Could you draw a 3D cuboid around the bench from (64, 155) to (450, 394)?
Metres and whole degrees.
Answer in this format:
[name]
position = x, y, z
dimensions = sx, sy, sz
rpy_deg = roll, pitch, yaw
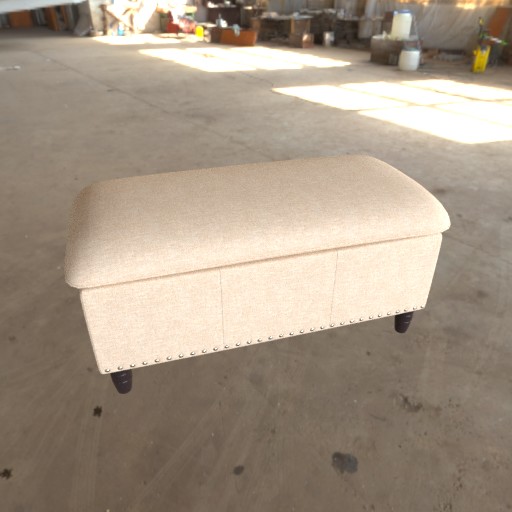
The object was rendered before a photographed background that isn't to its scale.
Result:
[bench]
position = 0.000, 0.000, 1.313
dimensions = 0.991, 0.483, 0.483
rpy_deg = -9, 33, -14
